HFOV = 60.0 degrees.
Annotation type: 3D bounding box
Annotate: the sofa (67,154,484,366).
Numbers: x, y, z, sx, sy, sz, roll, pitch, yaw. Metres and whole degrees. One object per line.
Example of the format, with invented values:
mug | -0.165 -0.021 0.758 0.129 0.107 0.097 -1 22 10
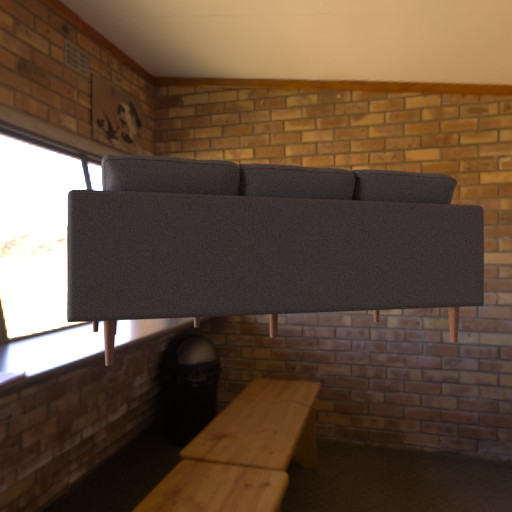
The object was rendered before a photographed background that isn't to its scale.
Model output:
sofa | 0.000 0.000 2.777 2.031 0.897 1.591 0 0 -17
